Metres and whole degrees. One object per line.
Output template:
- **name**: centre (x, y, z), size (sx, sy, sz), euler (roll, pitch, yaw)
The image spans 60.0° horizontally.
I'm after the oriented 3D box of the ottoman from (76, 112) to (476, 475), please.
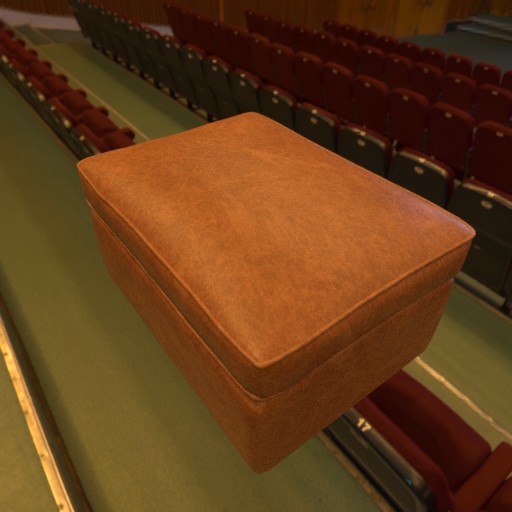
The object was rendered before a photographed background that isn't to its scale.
- **ottoman**: centre (0.000, 0.000, 1.076), size (0.554, 0.468, 0.756), euler (-26, 46, -27)
